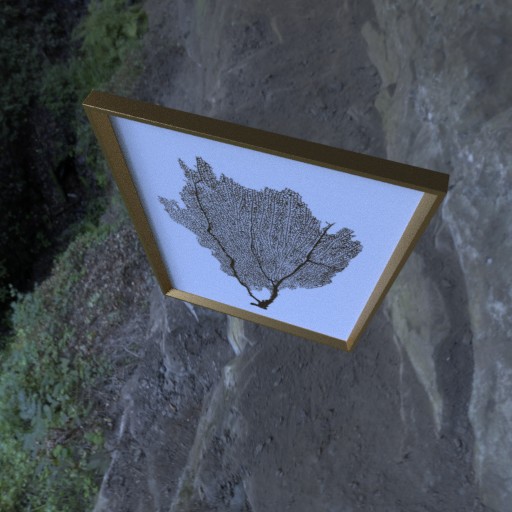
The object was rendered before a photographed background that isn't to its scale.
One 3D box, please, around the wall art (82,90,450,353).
[{"bbox_3d":[0.000,0.000,1.043,0.610,0.762,0.038,16,61,9],"label":"wall art"}]
